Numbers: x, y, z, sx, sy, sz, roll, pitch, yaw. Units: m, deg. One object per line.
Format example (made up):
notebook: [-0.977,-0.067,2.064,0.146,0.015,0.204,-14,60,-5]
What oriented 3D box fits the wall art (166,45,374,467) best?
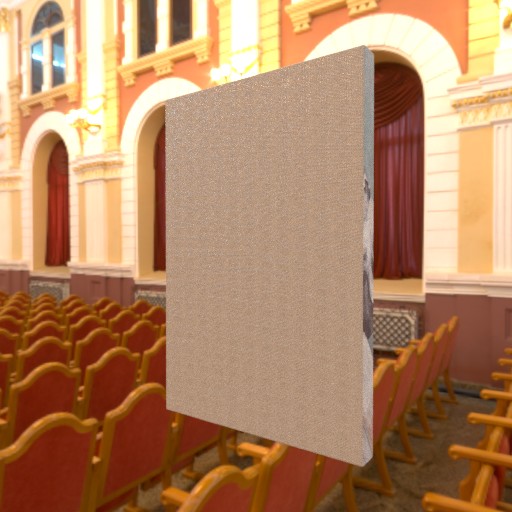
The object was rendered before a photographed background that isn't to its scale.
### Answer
wall art: [0.000,0.000,1.151,0.609,0.911,0.061,1,1,35]
